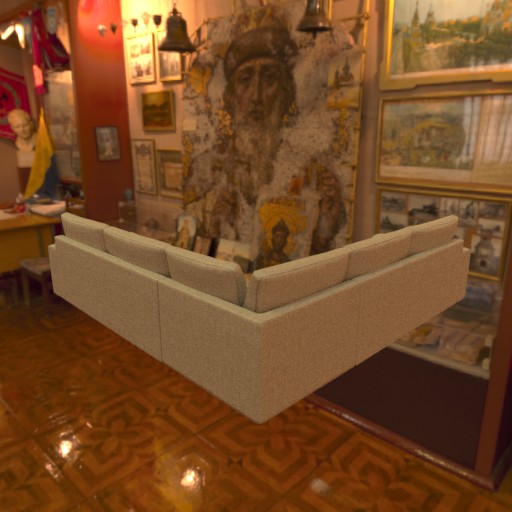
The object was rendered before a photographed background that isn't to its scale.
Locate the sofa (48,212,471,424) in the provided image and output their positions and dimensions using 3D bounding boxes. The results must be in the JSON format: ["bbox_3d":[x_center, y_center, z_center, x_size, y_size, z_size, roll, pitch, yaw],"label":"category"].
[{"bbox_3d":[0.000,0.000,3.981,2.622,0.800,2.742,-15,21,-42],"label":"sofa"}]
